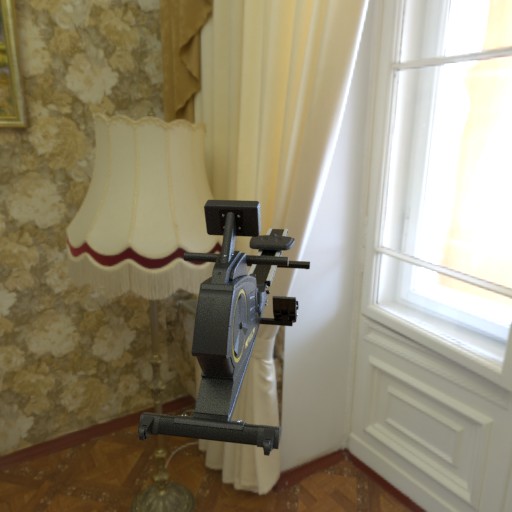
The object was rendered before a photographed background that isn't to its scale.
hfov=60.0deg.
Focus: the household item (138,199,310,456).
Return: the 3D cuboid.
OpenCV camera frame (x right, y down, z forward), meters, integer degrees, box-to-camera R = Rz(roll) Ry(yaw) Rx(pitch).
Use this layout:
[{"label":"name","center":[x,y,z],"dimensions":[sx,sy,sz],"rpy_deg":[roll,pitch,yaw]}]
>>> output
[{"label":"household item","center":[0.000,0.000,2.502],"dimensions":[0.521,0.810,2.251],"rpy_deg":[3,16,9]}]
